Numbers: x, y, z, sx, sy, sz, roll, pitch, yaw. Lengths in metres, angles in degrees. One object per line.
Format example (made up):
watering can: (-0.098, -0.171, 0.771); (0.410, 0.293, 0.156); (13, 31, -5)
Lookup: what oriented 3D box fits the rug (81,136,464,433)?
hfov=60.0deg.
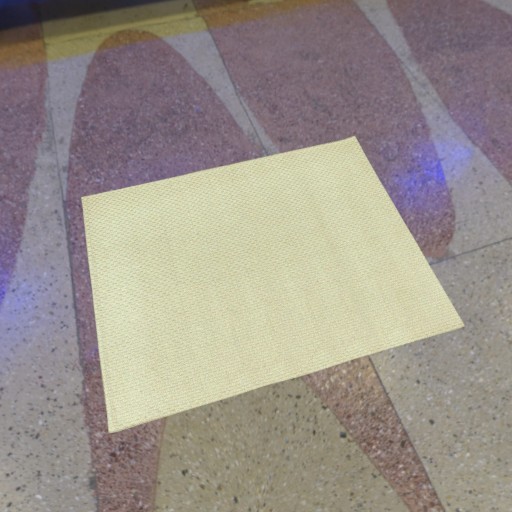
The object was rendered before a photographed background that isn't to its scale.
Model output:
rug: (0.000, 0.000, 3.975); (2.897, 0.035, 2.277); (-14, 59, -9)
